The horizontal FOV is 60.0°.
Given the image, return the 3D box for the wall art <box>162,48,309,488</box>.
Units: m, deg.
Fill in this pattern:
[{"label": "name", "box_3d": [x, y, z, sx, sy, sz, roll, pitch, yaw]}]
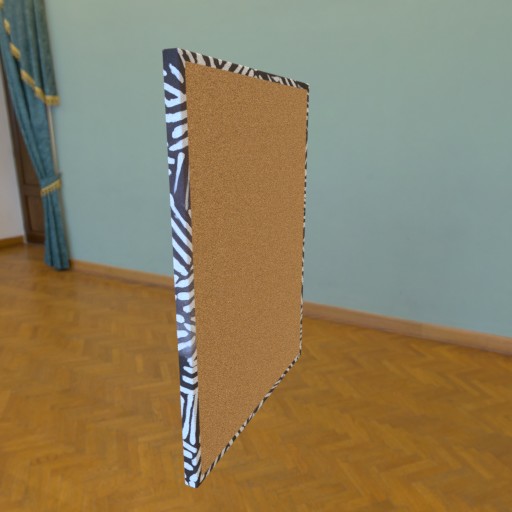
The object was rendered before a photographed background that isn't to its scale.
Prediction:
[{"label": "wall art", "box_3d": [0.000, 0.000, 1.313, 0.038, 1.017, 0.765, 7, 17, 24]}]
